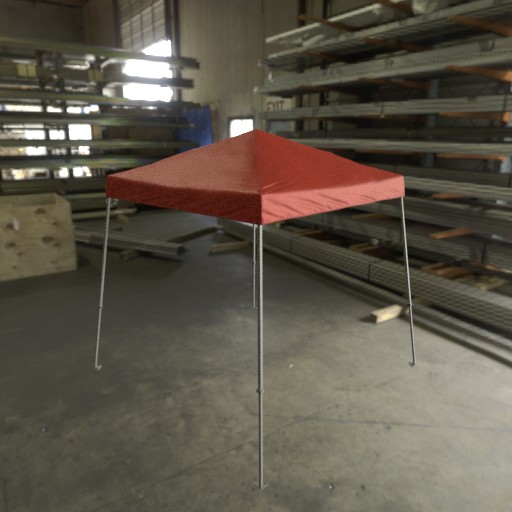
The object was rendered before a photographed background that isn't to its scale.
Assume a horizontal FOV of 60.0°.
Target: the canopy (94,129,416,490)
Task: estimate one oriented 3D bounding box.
[{"bbox_3d":[0.000,0.000,5.167,2.849,2.850,2.850,14,20,42],"label":"canopy"}]
